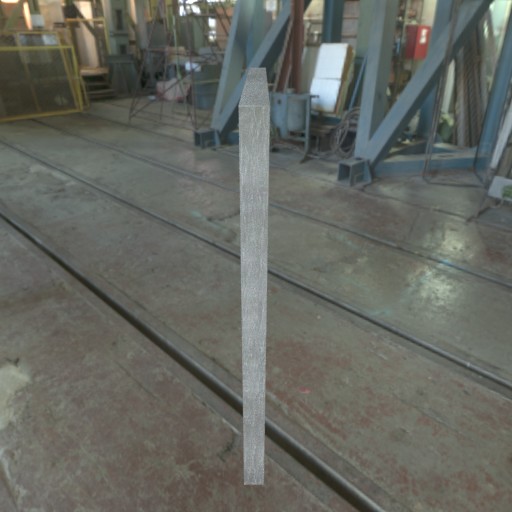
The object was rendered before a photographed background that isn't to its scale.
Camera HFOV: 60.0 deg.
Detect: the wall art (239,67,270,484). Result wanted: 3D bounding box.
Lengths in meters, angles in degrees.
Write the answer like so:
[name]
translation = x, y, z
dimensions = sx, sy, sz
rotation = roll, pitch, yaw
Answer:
[wall art]
translation = 0.000, 0.000, 0.704
dimensions = 0.032, 0.521, 0.421
rotation = 0, 27, 0
